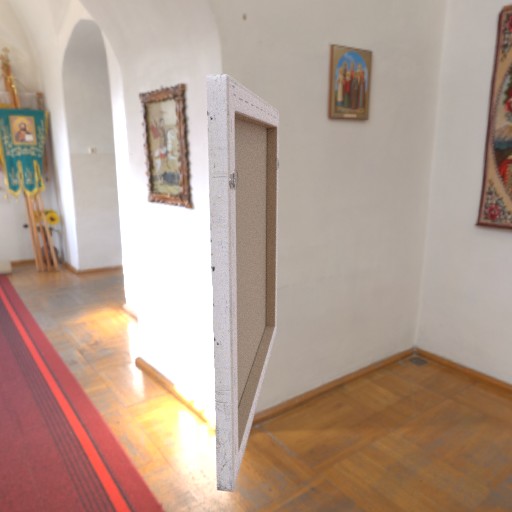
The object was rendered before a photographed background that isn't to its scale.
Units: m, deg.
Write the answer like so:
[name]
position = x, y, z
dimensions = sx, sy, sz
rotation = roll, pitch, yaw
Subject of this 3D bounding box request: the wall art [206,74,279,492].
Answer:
[wall art]
position = 0.000, 0.000, 1.134
dimensions = 0.038, 0.762, 0.762
rotation = 2, 14, 9
